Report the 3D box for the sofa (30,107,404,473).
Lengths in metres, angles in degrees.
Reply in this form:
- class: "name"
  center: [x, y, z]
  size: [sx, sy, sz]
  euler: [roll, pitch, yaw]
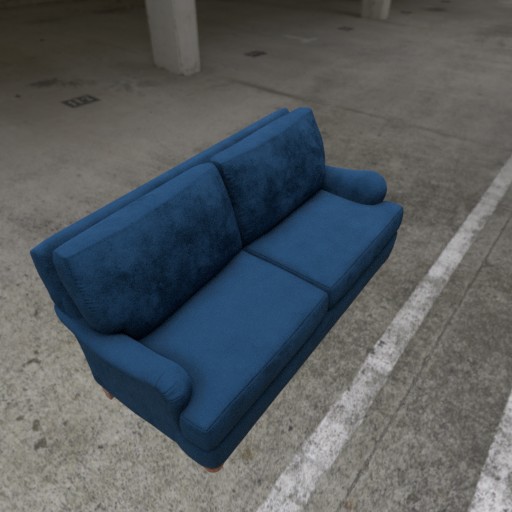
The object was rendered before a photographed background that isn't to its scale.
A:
- class: "sofa"
  center: [0.000, 0.000, 2.683]
  size: [1.084, 1.101, 2.141]
  euler: [26, 47, 27]
